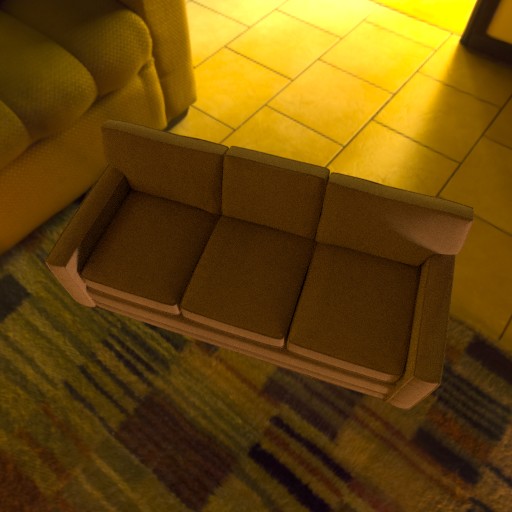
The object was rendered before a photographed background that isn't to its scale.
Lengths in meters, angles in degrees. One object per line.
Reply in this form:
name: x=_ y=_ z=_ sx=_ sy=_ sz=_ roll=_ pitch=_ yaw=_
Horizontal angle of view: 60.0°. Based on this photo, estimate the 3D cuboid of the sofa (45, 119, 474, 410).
sofa: x=0.000 y=0.000 z=2.515 sx=2.093 sy=0.862 sz=0.936 roll=16 pitch=60 yaw=9
